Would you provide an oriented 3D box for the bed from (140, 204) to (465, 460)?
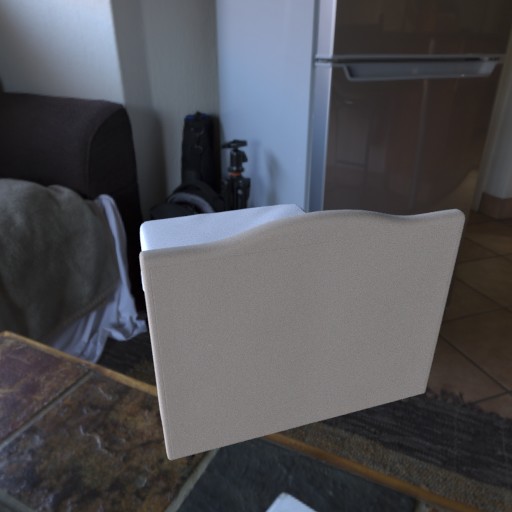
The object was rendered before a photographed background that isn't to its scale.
[{"bbox_3d":[0.000,0.000,3.222,1.678,1.398,2.052,-8,28,-16],"label":"bed"}]
